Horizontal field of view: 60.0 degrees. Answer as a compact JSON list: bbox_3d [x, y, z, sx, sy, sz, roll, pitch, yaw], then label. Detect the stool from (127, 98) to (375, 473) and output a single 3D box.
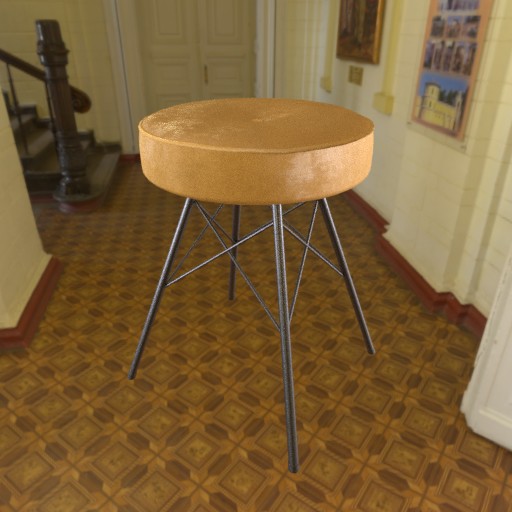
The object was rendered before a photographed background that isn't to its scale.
[{"bbox_3d":[0.000,0.000,0.943,0.472,0.595,0.438,19,33,31],"label":"stool"}]
